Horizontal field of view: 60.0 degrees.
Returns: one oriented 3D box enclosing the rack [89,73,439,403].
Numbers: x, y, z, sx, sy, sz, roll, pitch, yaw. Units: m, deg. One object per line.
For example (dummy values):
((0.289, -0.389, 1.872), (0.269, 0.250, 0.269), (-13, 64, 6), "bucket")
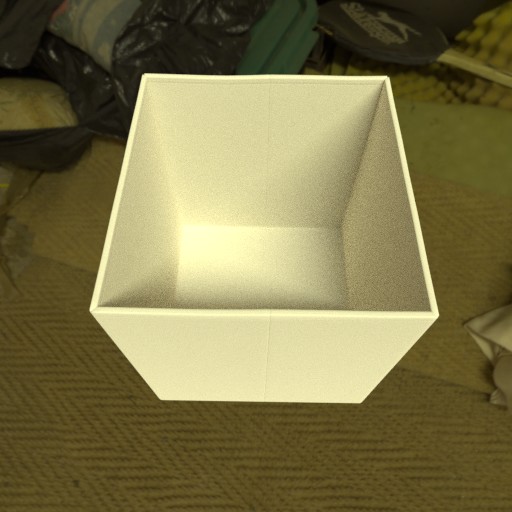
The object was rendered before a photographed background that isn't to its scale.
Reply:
((0.000, 0.000, 0.504), (0.270, 0.280, 0.270), (1, 59, 0), "rack")
